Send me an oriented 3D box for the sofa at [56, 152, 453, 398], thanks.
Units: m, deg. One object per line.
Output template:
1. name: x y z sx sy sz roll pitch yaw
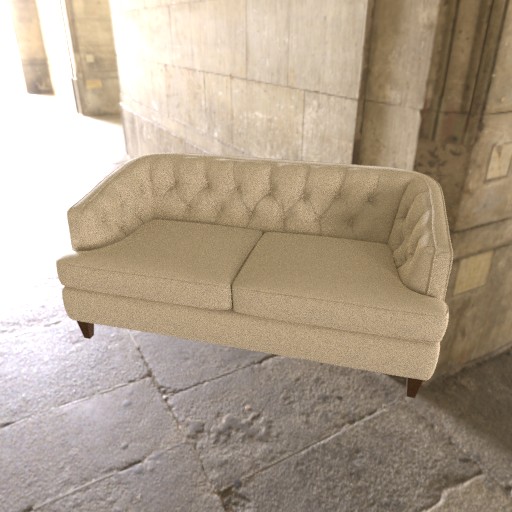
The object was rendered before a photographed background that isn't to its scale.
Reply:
1. sofa: 0.000 0.000 2.263 1.733 0.855 0.941 7 28 13
